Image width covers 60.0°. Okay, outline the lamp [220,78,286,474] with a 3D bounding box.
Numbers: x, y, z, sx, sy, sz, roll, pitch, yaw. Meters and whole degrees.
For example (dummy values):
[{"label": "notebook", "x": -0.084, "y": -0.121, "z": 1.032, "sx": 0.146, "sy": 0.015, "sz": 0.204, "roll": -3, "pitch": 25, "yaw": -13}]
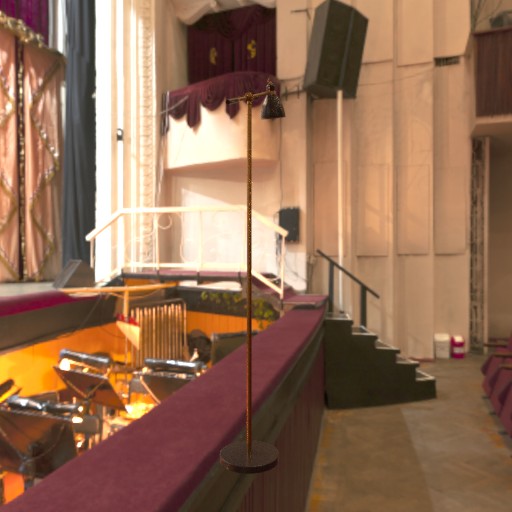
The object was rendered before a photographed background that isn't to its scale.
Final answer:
[{"label": "lamp", "x": 0.000, "y": 0.000, "z": 1.850, "sx": 0.235, "sy": 1.628, "sz": 0.618, "roll": 0, "pitch": 0, "yaw": 19}]
